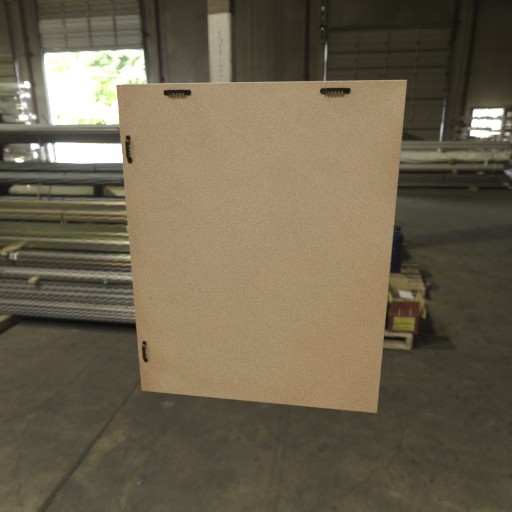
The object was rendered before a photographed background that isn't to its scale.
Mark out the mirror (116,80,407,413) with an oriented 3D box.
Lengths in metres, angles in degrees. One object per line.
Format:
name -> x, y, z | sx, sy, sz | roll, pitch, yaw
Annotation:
mirror -> 0.000, 0.000, 0.696 | 0.405, 0.508, 0.041 | 3, 17, 9
